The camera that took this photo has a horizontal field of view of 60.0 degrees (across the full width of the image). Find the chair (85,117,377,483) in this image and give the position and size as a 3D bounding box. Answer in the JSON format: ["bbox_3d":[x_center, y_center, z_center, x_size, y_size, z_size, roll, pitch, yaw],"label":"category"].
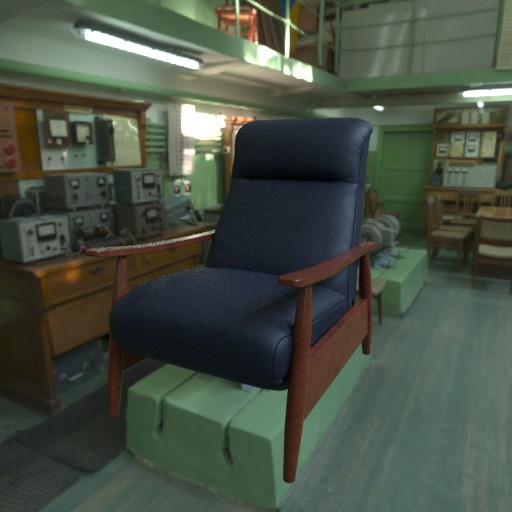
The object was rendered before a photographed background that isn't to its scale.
[{"bbox_3d":[0.000,0.000,1.742,0.762,1.082,1.014,7,15,27],"label":"chair"}]
